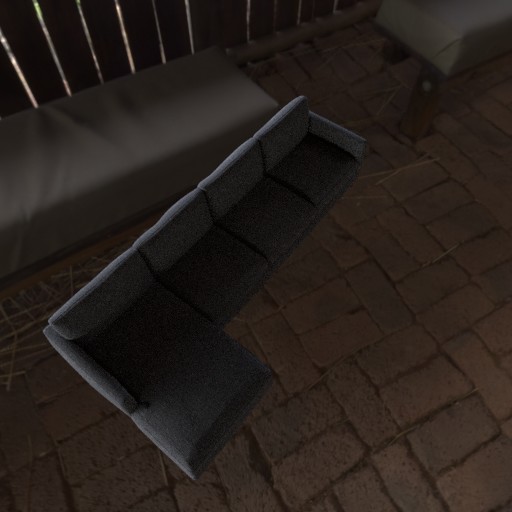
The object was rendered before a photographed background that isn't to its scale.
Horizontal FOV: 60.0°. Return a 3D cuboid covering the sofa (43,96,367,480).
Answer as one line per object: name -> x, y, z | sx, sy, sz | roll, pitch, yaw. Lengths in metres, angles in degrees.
sofa -> 0.000, 0.000, 3.461 | 1.350, 0.810, 2.932 | 34, 64, 19
